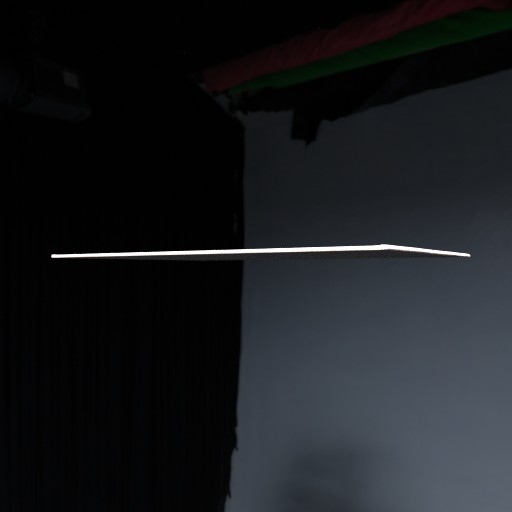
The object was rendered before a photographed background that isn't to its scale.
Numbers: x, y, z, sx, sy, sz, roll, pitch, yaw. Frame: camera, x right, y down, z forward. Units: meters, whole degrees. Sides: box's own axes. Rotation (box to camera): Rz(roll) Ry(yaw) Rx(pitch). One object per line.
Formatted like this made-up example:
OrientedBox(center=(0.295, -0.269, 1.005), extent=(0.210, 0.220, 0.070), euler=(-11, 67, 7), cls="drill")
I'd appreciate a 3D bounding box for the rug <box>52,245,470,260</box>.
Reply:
OrientedBox(center=(0.000, 0.000, 2.321), extent=(1.840, 0.015, 1.225), euler=(-1, -2, 36), cls="rug")
